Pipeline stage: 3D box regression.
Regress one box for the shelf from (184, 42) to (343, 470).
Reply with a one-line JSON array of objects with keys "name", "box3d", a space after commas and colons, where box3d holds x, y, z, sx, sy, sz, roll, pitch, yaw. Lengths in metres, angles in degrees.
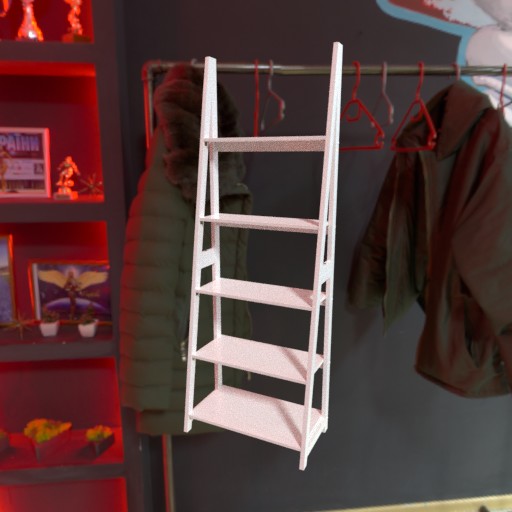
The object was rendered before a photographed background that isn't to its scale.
[{"name": "shelf", "box3d": [0.000, 0.000, 2.015, 0.636, 1.779, 0.341, 6, 14, 26]}]
